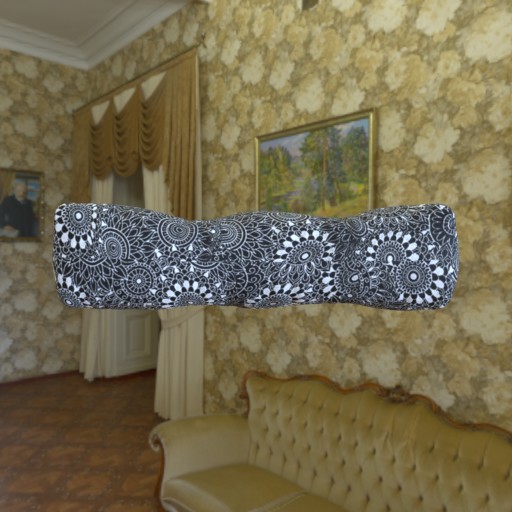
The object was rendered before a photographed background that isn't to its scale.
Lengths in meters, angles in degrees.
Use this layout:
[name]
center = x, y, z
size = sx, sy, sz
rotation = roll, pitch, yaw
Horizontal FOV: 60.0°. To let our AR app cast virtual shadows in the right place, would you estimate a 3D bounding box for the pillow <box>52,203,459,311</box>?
[pillow]
center = 0.000, 0.000, 0.719
size = 0.468, 0.128, 0.490
rotation = 0, 1, 1
